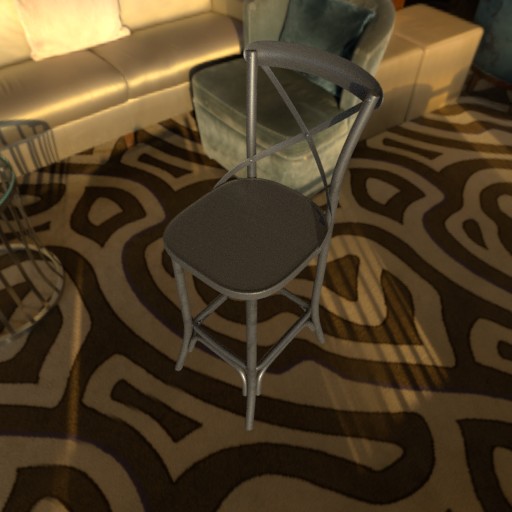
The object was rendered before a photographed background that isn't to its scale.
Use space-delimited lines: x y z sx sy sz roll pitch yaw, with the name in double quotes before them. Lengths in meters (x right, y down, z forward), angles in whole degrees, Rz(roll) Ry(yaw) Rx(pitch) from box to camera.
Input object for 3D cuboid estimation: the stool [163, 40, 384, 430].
"stool" 0.000 0.000 1.482 0.457 1.168 0.584 31 54 26
